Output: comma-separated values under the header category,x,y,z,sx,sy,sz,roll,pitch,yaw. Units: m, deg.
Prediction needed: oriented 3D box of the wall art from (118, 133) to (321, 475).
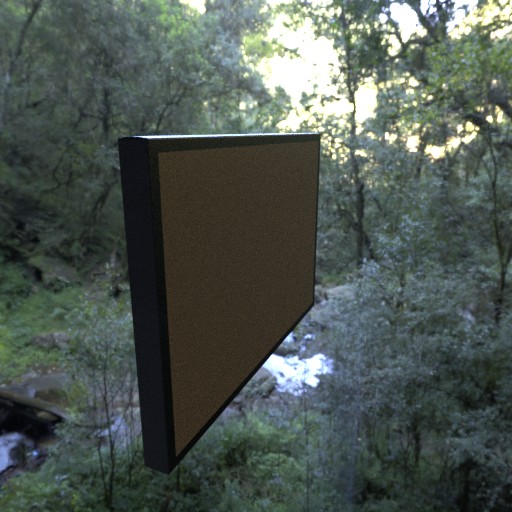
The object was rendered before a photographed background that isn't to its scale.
category,x,y,z,sx,sy,sz,roll,pitch,yaw
wall art,0.000,0.000,0.771,0.038,0.409,0.610,7,17,23
